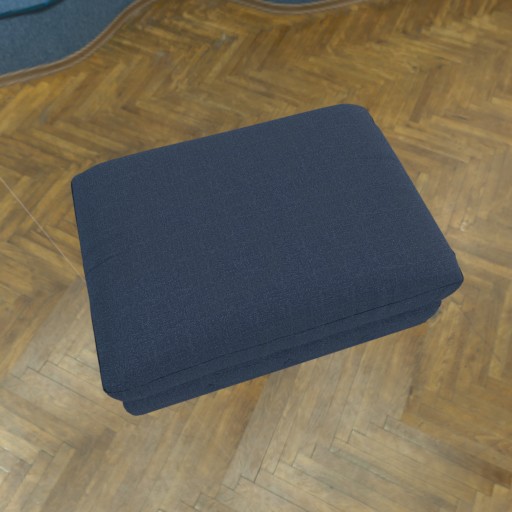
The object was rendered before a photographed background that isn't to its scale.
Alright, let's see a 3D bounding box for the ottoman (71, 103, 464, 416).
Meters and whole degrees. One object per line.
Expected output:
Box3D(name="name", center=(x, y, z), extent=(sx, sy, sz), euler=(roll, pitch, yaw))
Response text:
Box3D(name="ottoman", center=(0.000, 0.000, 1.118), extent=(0.767, 0.486, 0.558), euler=(-16, 63, -8))
